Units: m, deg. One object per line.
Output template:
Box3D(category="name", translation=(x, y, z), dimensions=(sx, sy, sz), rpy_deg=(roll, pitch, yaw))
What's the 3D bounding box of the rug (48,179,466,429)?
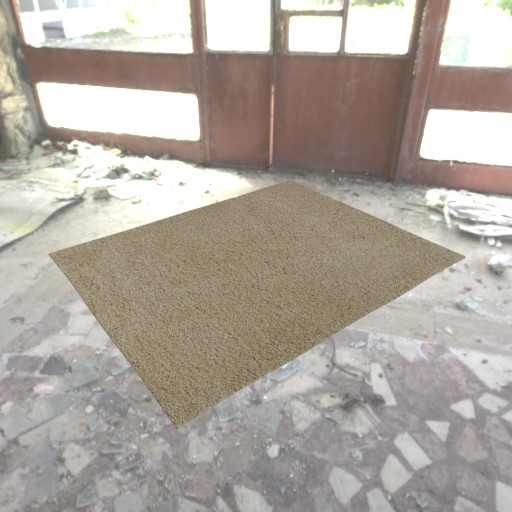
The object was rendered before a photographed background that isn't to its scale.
Box3D(category="rug", translation=(0.000, 0.000, 4.081), dimensions=(3.000, 0.025, 2.400), rpy_deg=(-22, 38, -32))
